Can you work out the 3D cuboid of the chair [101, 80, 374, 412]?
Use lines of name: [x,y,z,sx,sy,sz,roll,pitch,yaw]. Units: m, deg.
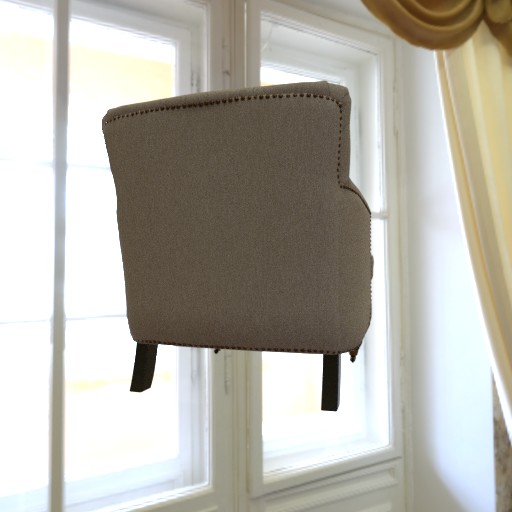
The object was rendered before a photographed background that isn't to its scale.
chair: [0.000,0.000,1.512,0.737,0.823,0.902,-1,-2,18]
